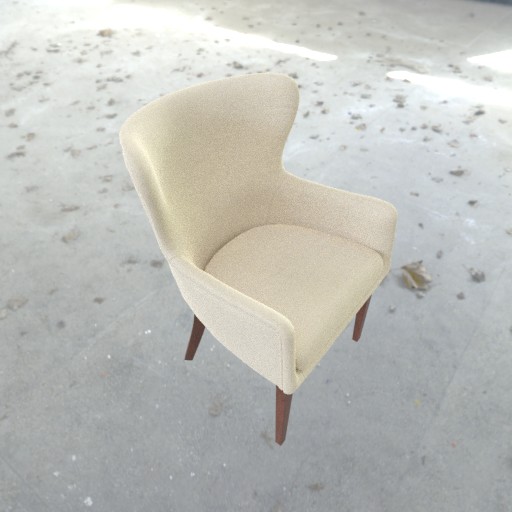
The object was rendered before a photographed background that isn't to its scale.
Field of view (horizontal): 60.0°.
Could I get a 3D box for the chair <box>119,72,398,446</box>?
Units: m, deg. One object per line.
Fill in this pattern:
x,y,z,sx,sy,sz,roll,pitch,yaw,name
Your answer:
0.000,0.000,1.524,0.744,0.990,0.696,27,49,27,chair
